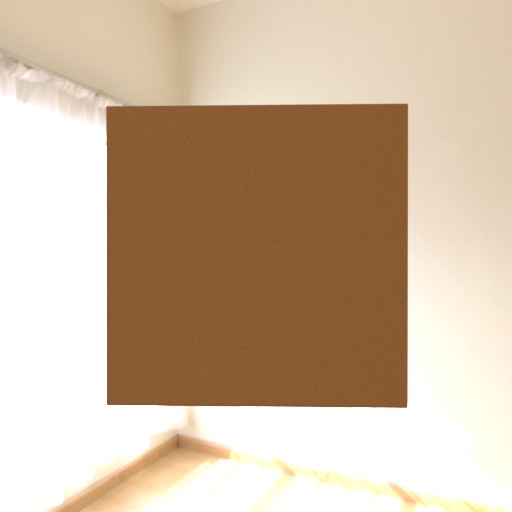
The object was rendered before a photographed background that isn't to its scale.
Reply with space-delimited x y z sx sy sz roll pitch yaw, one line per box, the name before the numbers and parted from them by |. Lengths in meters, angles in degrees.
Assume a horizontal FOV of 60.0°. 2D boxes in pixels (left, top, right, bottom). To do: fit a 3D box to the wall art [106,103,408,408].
wall art | 0.000 0.000 1.928 1.287 1.288 0.078 0 0 2
